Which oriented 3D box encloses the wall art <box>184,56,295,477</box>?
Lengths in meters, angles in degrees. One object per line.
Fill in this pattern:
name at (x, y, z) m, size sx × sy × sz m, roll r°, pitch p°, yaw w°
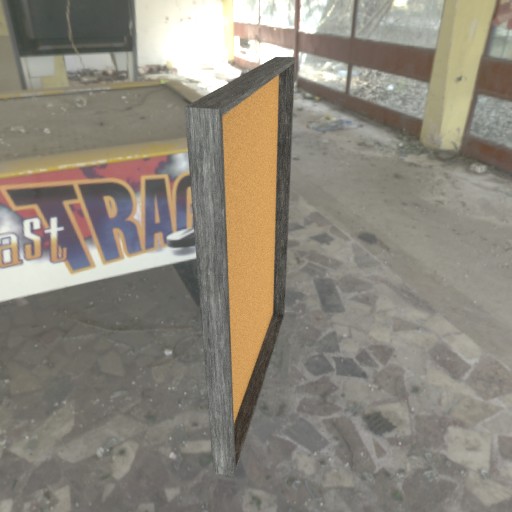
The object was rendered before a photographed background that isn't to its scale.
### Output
wall art at (0.000, 0.000, 1.329) m, size 0.063 × 1.016 × 0.762 m, roll 7°, pitch 31°, yaw 12°
